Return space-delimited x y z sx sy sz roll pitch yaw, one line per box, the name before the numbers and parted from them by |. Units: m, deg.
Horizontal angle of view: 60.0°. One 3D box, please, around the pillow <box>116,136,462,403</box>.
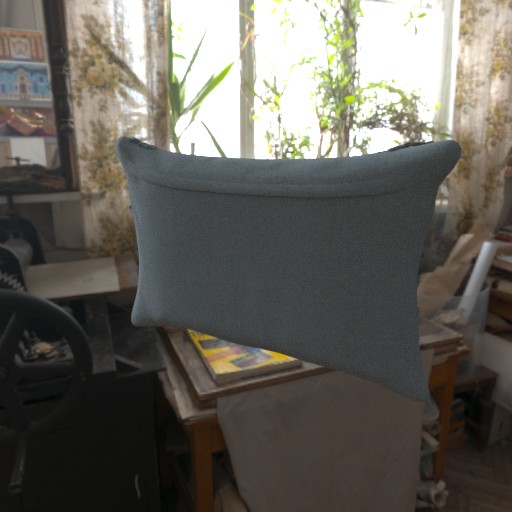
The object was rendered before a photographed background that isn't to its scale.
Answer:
pillow | 0.000 0.000 0.586 0.466 0.305 0.084 8 17 27
